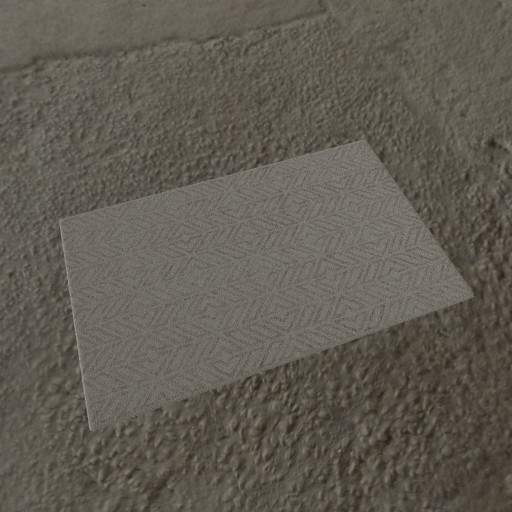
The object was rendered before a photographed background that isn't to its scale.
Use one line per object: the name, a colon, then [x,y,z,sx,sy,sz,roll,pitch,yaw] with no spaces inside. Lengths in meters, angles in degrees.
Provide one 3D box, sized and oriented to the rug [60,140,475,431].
rug: [0.000,0.000,2.995,2.438,0.008,1.523,-17,59,-10]
